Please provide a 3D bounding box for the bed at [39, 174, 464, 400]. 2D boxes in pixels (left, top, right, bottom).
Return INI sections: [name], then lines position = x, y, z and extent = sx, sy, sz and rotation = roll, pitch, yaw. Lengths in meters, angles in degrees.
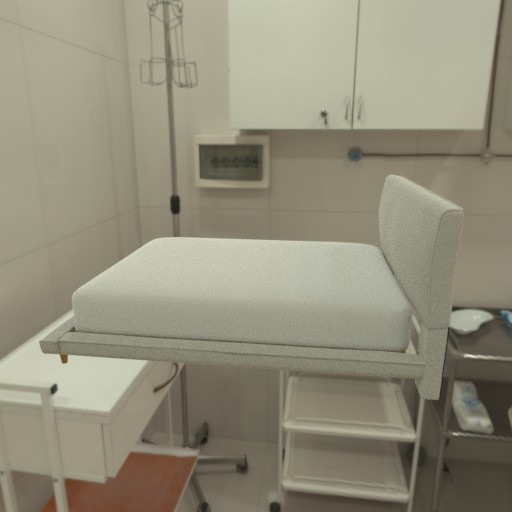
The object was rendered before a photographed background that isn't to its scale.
[bed]
position = 0.000, 0.000, 3.278
extent = 2.368, 1.067, 1.840
rotation = 2, 16, 7
